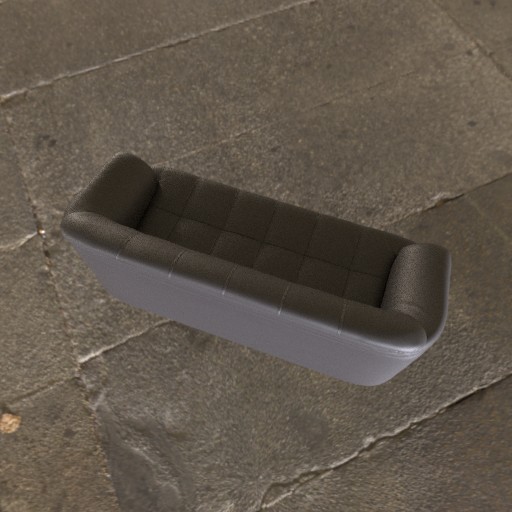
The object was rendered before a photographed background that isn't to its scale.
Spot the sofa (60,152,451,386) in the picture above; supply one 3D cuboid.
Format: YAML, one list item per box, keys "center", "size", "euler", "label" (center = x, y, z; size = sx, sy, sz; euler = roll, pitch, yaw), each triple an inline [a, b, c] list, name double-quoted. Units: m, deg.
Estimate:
- center: [0.000, 0.000, 2.286]
  size: [1.829, 0.811, 0.800]
  euler: [18, 64, 9]
  label: "sofa"
